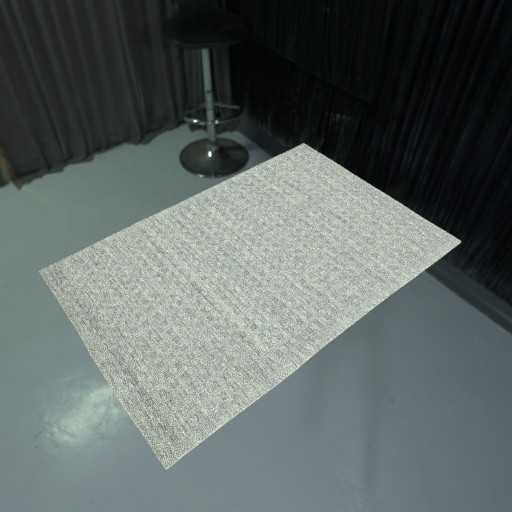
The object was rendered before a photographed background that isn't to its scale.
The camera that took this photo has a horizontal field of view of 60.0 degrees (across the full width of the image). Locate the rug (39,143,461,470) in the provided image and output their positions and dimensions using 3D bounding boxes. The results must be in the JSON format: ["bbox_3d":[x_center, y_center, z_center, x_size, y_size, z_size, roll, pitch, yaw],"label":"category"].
[{"bbox_3d":[0.000,0.000,2.876,2.297,0.018,1.532,-31,54,-26],"label":"rug"}]
